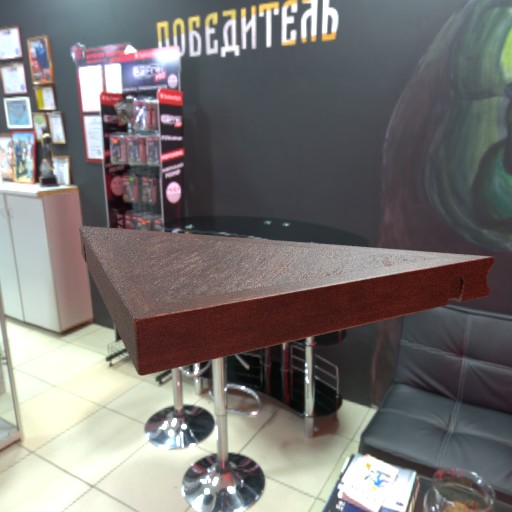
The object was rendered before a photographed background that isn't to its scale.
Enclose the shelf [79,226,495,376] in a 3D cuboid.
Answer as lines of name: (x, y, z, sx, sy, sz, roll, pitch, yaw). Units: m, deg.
shelf: (0.000, 0.000, 0.437, 0.296, 0.035, 0.296, -7, 17, -26)
